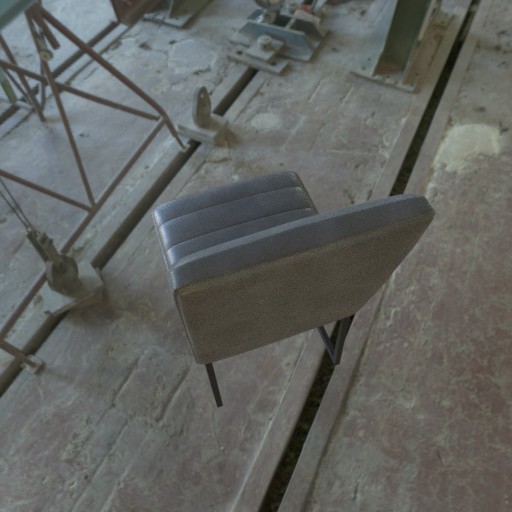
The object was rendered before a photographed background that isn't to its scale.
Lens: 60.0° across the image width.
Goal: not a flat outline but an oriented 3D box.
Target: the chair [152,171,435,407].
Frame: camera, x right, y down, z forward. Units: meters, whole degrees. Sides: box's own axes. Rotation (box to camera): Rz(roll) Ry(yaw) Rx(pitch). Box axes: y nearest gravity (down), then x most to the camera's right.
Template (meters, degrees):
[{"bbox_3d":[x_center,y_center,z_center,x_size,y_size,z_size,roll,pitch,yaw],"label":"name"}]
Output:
[{"bbox_3d":[0.000,0.000,1.309,0.520,0.930,0.634,-17,58,-11],"label":"chair"}]
